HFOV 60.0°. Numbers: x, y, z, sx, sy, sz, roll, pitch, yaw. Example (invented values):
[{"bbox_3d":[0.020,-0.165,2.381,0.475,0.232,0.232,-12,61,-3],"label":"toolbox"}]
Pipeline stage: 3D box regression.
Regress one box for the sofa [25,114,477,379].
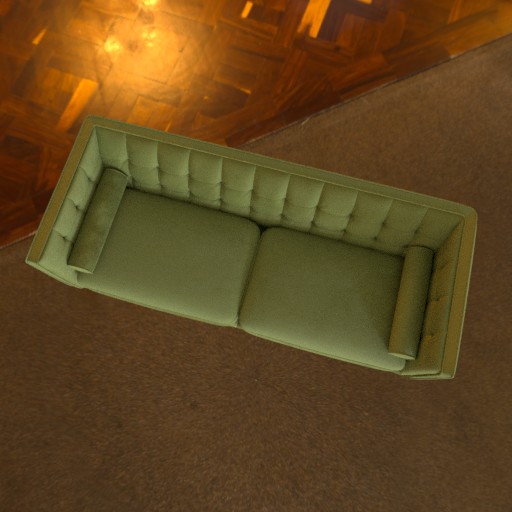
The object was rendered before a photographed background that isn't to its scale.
[{"bbox_3d":[0.000,0.000,2.504,2.087,0.789,0.867,15,75,4],"label":"sofa"}]
